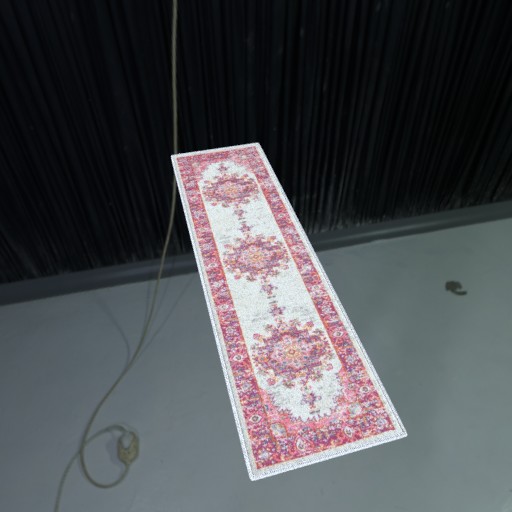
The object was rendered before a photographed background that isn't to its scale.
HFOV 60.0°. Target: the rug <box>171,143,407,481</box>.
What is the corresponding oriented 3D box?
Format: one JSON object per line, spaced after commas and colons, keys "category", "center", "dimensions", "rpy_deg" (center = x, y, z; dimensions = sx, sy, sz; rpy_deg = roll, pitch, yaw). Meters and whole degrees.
{"category": "rug", "center": [0.000, 0.000, 2.514], "dimensions": [0.666, 0.011, 2.294], "rpy_deg": [-11, 47, -11]}
